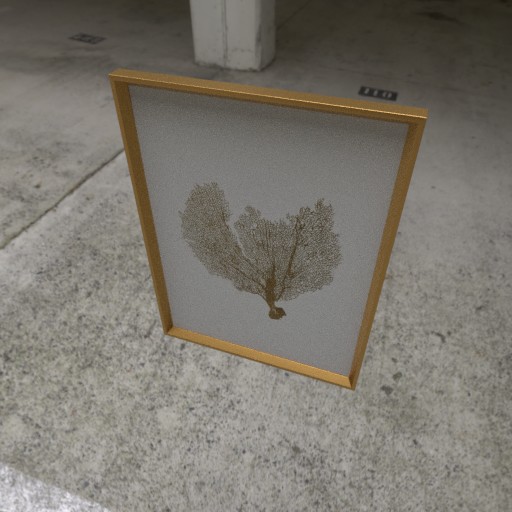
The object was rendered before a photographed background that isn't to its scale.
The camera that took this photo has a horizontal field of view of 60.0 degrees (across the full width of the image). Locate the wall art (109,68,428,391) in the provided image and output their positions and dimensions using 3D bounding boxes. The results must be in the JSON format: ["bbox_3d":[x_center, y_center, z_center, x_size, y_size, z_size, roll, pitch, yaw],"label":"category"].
[{"bbox_3d":[0.000,0.000,1.085,0.610,0.812,0.038,13,43,15],"label":"wall art"}]
